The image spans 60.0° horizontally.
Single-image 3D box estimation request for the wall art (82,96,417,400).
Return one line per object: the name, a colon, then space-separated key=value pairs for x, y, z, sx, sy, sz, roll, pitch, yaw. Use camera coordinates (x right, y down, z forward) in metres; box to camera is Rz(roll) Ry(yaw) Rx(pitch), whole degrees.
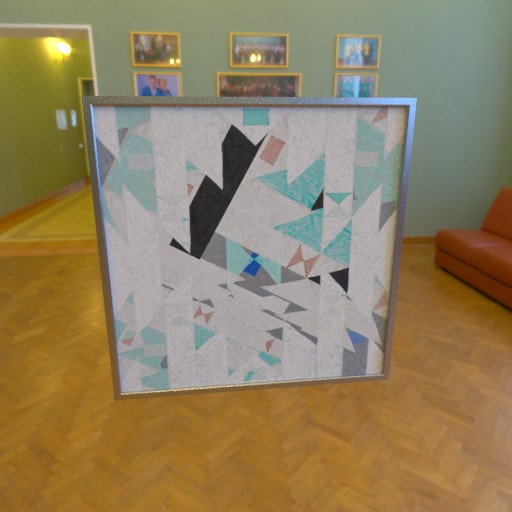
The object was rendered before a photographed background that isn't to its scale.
wall art: x=0.000 y=0.000 z=1.196 sx=0.806 sy=0.806 sz=0.038 roll=-2 pitch=17 yaw=-7
